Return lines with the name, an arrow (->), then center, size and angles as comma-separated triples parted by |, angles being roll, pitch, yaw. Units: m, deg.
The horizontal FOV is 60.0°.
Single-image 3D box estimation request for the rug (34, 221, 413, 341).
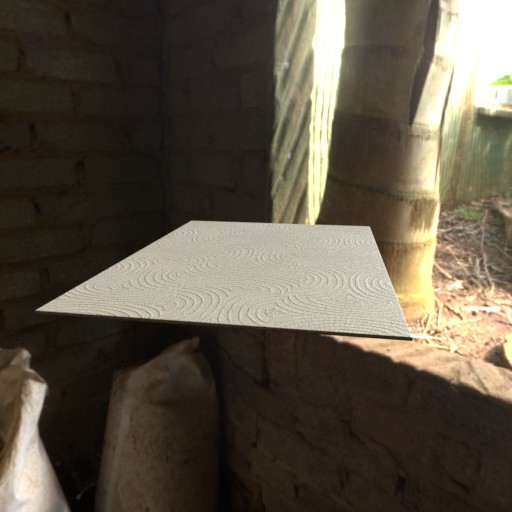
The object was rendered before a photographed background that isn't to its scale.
rug -> 0.000, 0.000, 2.750 | 1.526, 0.015, 2.132 | 3, 15, 9
